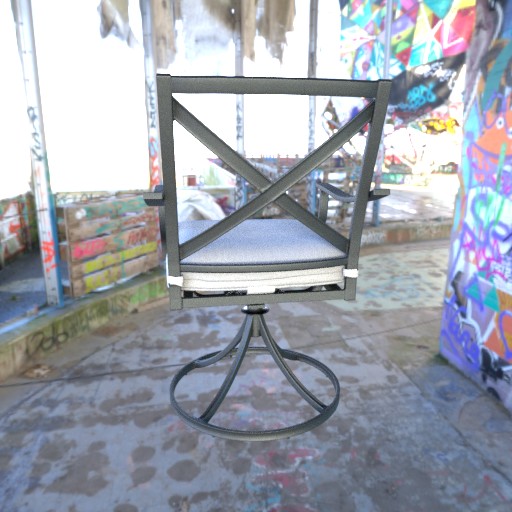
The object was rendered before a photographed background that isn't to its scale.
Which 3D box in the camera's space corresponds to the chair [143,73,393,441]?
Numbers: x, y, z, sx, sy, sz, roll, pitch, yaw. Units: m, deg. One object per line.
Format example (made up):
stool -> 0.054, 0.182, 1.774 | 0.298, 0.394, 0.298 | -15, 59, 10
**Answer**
chair -> 0.000, 0.000, 1.280 | 0.575, 0.889, 0.620 | -2, 14, -9
